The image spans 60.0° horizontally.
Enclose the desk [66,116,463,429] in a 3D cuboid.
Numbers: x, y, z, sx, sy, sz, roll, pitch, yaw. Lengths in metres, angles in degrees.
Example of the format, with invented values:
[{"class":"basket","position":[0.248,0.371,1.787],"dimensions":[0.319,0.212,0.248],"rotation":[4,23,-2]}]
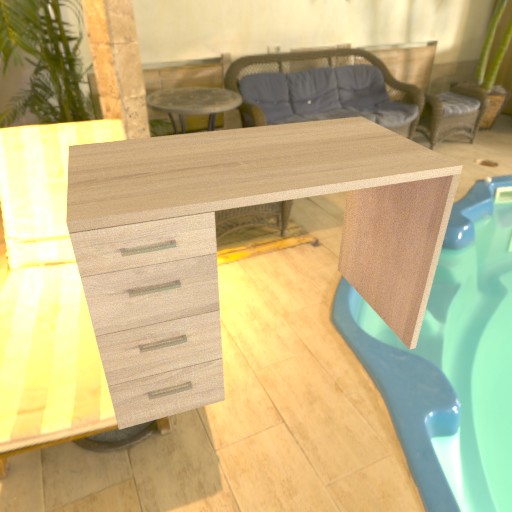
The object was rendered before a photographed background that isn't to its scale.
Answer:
[{"class":"desk","position":[0.000,0.000,1.567],"dimensions":[1.100,0.731,0.600],"rotation":[-10,34,-16]}]
